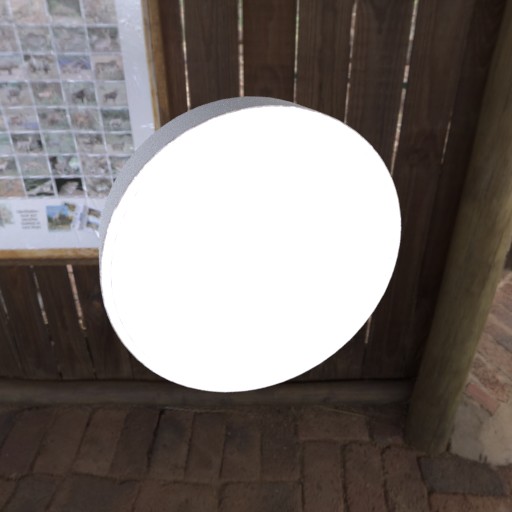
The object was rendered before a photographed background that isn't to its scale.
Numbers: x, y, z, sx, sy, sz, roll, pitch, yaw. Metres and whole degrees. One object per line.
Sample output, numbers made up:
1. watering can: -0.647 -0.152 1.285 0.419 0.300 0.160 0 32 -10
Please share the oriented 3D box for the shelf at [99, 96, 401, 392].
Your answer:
1. shelf: 0.000 0.000 1.209 0.806 0.807 0.158 -9 28 -17
